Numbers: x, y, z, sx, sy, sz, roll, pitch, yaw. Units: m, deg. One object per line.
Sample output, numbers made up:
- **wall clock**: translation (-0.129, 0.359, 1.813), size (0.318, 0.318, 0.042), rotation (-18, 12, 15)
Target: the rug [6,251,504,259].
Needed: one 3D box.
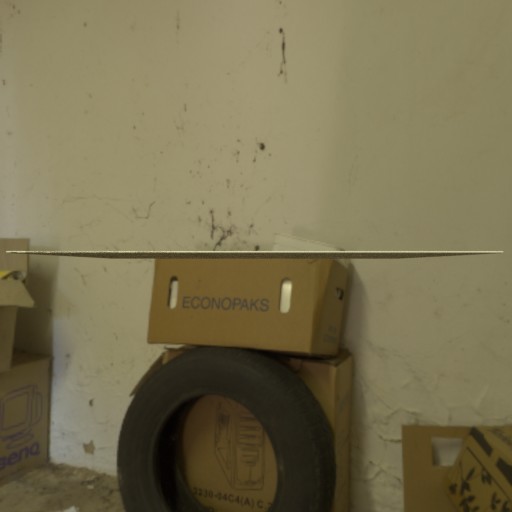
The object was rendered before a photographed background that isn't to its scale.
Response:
- **rug**: translation (0.000, 0.000, 2.778), size (2.284, 0.008, 1.522), rotation (0, -1, -1)
